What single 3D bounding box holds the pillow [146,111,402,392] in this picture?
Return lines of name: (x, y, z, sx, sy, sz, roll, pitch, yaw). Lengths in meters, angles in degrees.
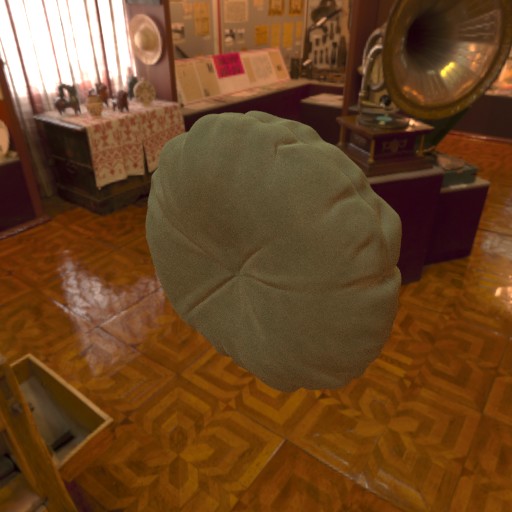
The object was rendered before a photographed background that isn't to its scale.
pillow: (0.000, 0.000, 0.647, 0.428, 0.407, 0.148, 22, 37, 32)
